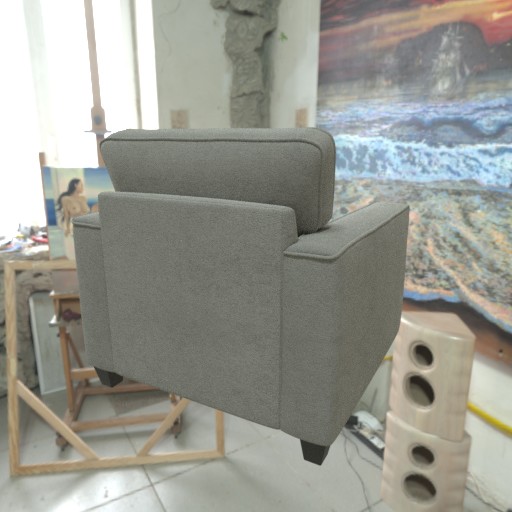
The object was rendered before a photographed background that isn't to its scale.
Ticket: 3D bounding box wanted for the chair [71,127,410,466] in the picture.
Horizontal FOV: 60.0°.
[{"bbox_3d":[0.000,0.000,1.752,1.015,0.965,0.939,8,17,28],"label":"chair"}]
